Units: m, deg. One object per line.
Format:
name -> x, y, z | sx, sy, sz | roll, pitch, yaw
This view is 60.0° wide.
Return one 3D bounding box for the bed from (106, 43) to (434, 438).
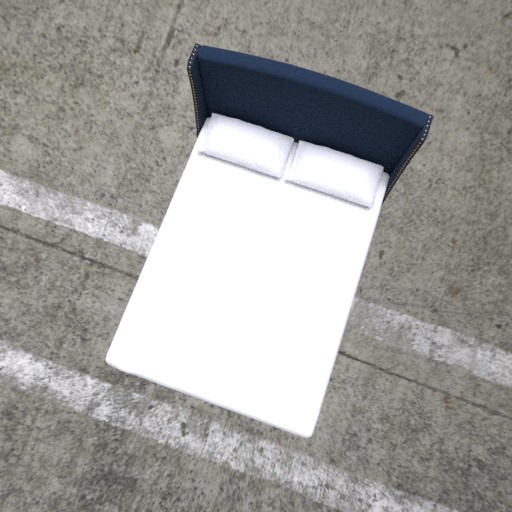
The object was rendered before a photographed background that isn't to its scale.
bed -> 0.000, 0.000, 3.179 | 1.604, 1.402, 2.223 | 19, 77, 5
